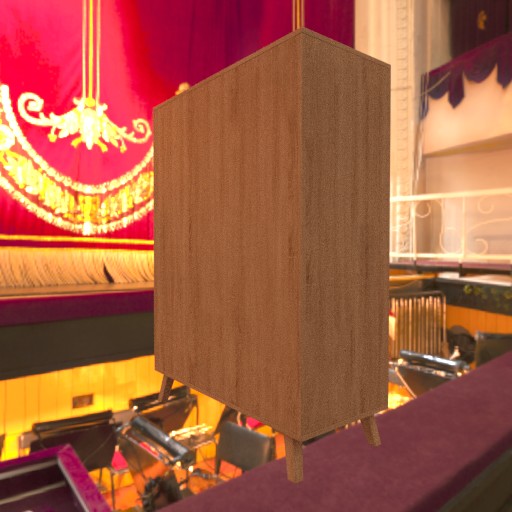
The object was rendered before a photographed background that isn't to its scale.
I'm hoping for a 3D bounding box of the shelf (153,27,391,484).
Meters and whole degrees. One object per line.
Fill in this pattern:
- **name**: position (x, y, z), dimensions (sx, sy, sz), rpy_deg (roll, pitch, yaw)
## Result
- **shelf**: position (0.000, 0.000, 1.864), dimensions (0.450, 1.390, 1.000), rpy_deg (-1, 2, -39)
